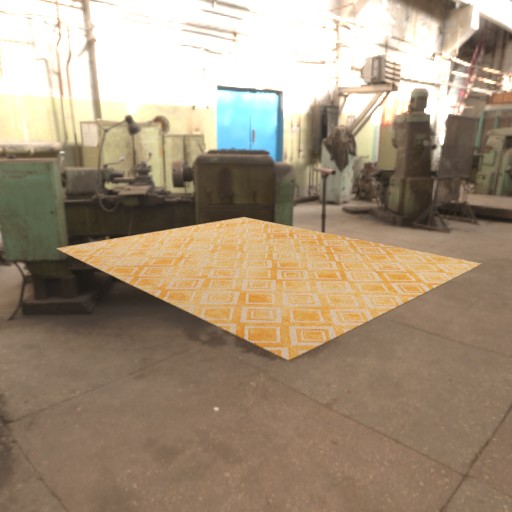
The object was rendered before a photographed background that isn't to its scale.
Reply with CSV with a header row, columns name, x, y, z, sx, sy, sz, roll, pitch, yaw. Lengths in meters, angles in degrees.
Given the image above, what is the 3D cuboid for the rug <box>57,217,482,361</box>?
name,x,y,z,sx,sy,sz,roll,pitch,yaw
rug,0.000,0.000,4.025,2.433,0.011,3.037,-14,21,-42
